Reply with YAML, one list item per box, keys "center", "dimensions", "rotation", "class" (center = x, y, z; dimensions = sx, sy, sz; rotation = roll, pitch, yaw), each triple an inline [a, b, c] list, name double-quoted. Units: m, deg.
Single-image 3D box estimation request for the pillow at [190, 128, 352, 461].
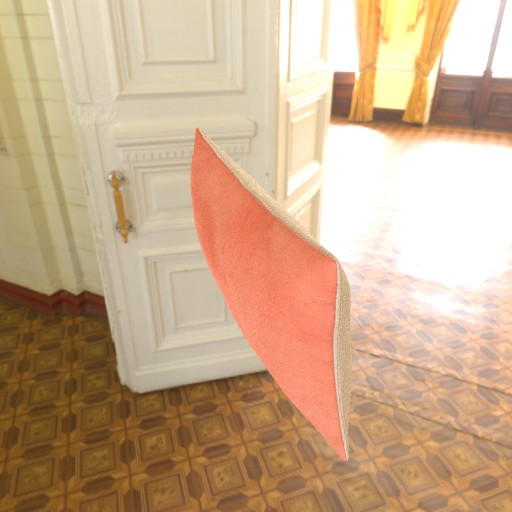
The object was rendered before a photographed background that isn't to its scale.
- center: [0.000, 0.000, 0.748]
  dimensions: [0.155, 0.307, 0.608]
  rotation: [-9, 30, -17]
  class: "pillow"
